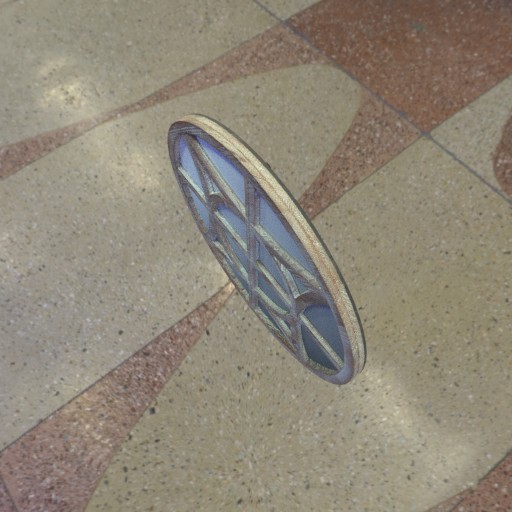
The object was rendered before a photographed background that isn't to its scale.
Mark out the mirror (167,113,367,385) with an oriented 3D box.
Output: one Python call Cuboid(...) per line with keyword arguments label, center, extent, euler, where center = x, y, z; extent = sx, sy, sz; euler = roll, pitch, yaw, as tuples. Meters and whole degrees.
Cuboid(label="mirror", center=(0.000, 0.000, 1.067), extent=(0.038, 0.710, 0.710), euler=(-34, 69, -15))
